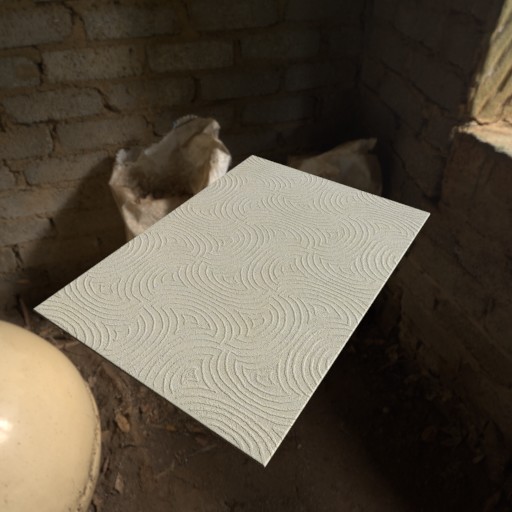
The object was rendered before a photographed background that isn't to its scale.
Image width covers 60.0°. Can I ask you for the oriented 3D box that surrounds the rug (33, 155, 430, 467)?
[{"bbox_3d":[0.000,0.000,2.784,1.526,0.015,2.132,24,46,25],"label":"rug"}]
